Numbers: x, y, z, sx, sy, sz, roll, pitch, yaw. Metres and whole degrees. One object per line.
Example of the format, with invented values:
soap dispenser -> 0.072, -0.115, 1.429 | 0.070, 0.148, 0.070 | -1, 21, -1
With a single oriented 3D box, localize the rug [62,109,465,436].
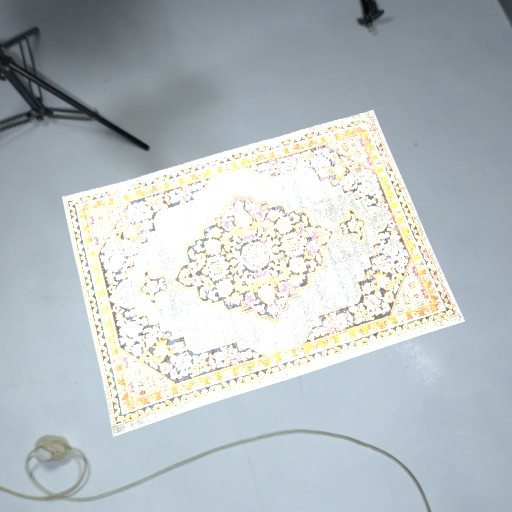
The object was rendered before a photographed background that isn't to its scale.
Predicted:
rug -> 0.000, 0.000, 3.709 | 2.901, 0.026, 2.043 | -17, 75, -5
